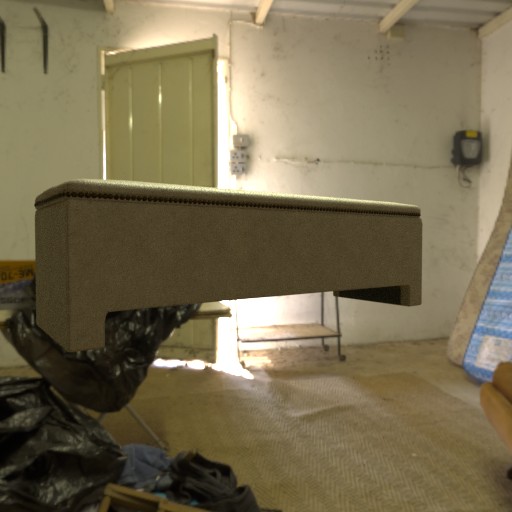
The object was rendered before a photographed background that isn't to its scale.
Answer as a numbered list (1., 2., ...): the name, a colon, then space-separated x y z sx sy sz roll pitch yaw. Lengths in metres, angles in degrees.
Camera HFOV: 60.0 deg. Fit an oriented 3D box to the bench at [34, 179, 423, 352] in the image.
1. bench: 0.000 0.000 1.702 1.482 0.447 0.470 -1 2 -35
